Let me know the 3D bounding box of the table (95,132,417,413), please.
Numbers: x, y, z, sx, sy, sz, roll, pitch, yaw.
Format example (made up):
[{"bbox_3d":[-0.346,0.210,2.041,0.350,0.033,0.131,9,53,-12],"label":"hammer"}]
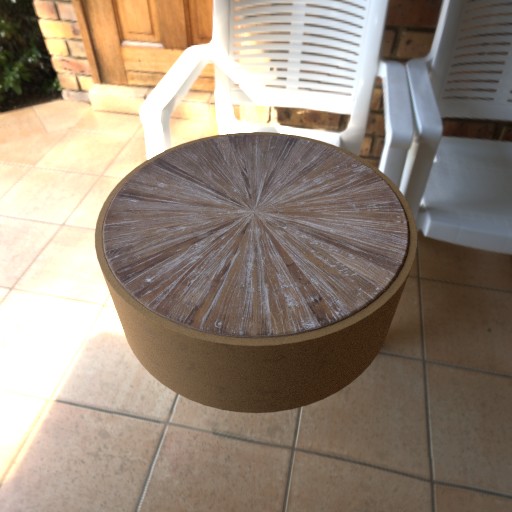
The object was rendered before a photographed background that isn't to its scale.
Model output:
[{"bbox_3d":[0.000,0.000,1.558,1.001,0.409,1.001,0,45,0],"label":"table"}]
